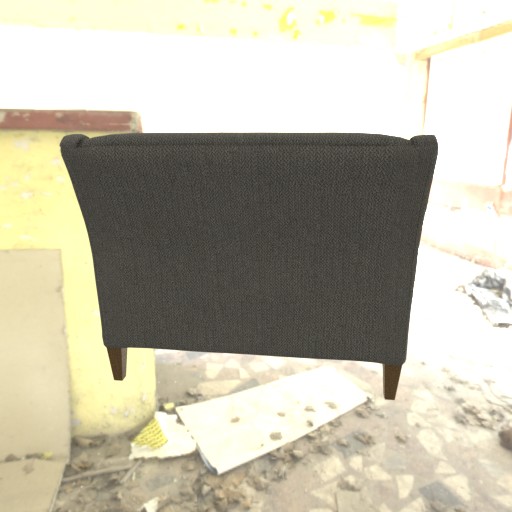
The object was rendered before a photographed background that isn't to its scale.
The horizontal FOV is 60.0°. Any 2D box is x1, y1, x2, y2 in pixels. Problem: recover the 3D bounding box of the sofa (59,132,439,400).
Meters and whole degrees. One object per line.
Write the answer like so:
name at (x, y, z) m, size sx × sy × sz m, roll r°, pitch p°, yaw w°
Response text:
sofa at (0.000, 0.000, 1.922) m, size 1.242 × 1.022 × 0.873 m, roll 2°, pitch 15°, yaw 7°
